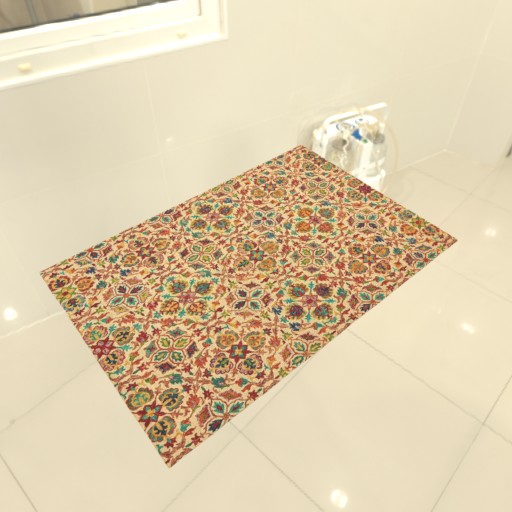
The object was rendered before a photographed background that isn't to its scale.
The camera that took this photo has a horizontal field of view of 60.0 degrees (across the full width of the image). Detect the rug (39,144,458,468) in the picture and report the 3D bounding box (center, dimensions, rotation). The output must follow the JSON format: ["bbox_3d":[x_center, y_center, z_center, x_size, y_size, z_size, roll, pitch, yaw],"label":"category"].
[{"bbox_3d":[0.000,0.000,2.322,1.838,0.013,1.226,-31,54,-26],"label":"rug"}]
